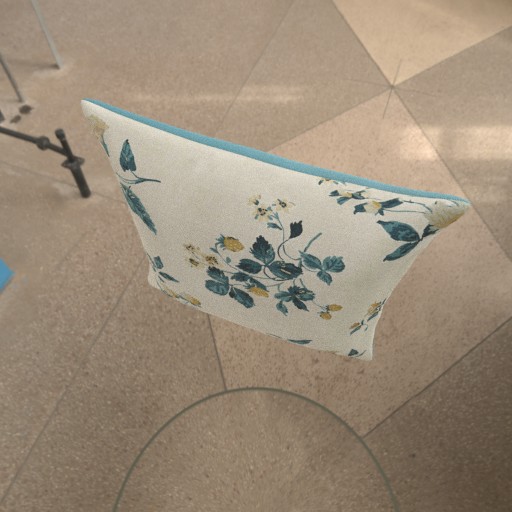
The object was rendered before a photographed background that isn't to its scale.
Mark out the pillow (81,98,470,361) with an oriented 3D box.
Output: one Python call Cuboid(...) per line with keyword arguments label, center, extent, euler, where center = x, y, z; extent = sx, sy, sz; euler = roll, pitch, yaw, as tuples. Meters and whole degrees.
Cuboid(label="pillow", center=(0.000, 0.000, 0.770), extent=(0.526, 0.507, 0.166), euler=(18, 59, 11))
